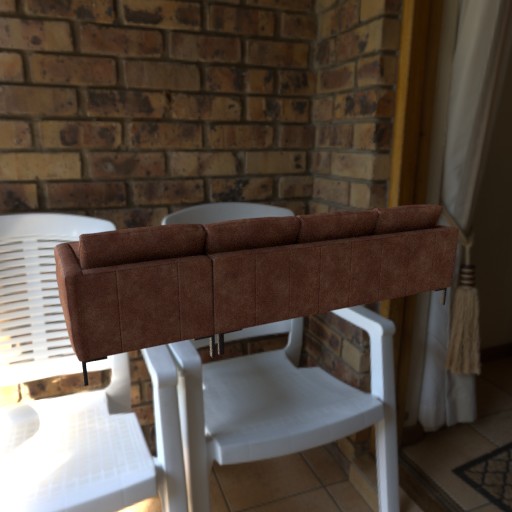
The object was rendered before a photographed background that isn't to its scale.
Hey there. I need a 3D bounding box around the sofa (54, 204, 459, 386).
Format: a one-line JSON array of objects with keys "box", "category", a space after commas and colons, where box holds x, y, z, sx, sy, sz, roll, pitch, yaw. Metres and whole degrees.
[{"box": [0.000, 0.000, 3.634, 2.993, 0.859, 1.471, -7, 16, -26], "category": "sofa"}]
